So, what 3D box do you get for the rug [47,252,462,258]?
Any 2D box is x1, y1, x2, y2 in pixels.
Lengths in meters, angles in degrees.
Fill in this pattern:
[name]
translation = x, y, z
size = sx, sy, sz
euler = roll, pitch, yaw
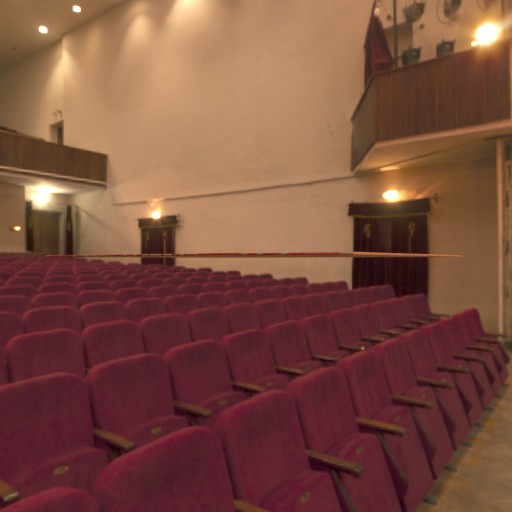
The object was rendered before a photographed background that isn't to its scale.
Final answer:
[rug]
translation = 0.000, 0.000, 4.153
size = 3.095, 0.016, 2.441
euler = 0, -1, 37
